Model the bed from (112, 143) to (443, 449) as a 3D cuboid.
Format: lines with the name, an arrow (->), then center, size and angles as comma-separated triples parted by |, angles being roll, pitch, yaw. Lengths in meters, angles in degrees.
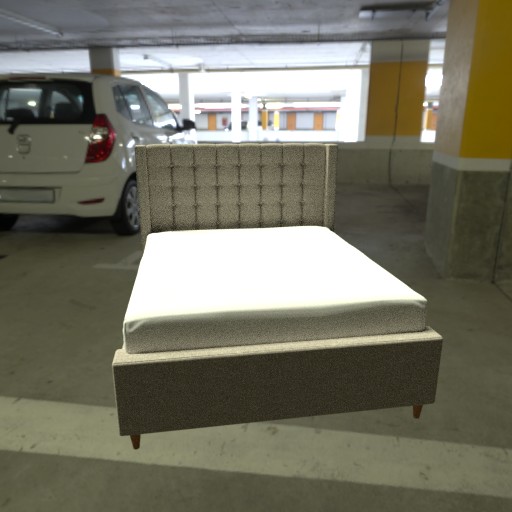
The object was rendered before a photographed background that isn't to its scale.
bed -> 0.000, 0.000, 3.714 | 2.044, 1.748, 2.372 | -3, 17, -9
